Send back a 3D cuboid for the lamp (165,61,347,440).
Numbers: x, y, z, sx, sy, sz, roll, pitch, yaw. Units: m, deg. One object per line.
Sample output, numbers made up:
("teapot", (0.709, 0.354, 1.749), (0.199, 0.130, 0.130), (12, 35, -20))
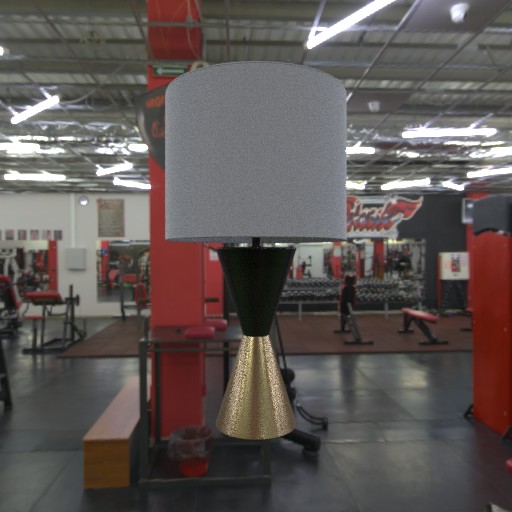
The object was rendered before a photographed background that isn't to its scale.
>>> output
("lamp", (0.000, 0.000, 0.759), (0.304, 0.573, 0.304), (0, 0, -1))
